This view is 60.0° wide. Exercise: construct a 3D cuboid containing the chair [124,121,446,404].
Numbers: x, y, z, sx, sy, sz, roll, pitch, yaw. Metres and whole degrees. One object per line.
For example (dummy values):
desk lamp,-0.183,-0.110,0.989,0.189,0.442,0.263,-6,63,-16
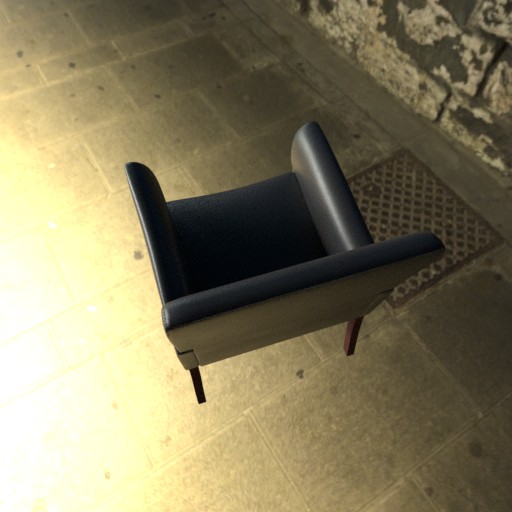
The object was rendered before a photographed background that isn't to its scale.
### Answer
chair,0.000,0.000,1.484,0.683,0.951,0.772,-15,59,-9
